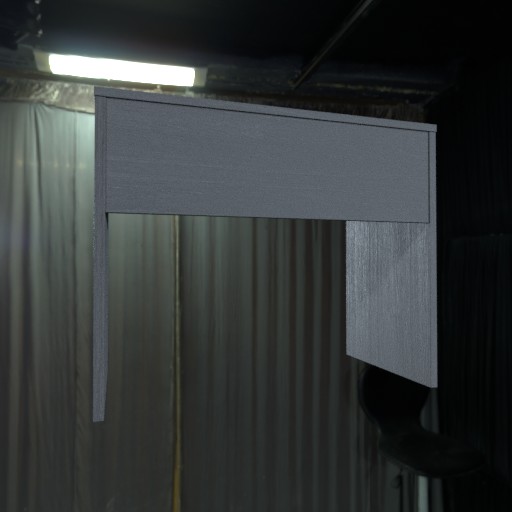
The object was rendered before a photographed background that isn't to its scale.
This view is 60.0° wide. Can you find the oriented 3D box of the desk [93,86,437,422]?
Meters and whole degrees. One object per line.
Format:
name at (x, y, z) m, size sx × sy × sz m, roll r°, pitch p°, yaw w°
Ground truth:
desk at (0.000, 0.000, 1.325) m, size 0.893 × 0.724 × 0.498 m, roll 0°, pitch -1°, yaw -18°
